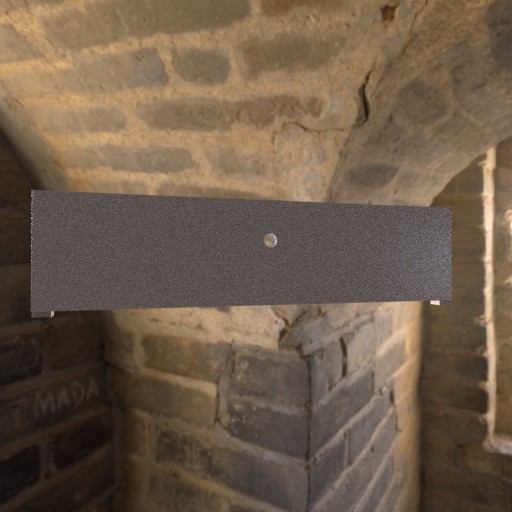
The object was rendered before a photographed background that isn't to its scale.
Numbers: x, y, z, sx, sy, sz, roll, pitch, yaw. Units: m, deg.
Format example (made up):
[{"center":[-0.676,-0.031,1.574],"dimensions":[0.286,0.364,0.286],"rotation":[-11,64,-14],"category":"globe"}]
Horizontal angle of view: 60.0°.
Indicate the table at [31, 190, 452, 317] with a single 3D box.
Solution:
[{"center":[0.000,0.000,1.874],"dimensions":[1.650,0.420,0.390],"rotation":[0,-1,-16],"category":"table"}]
